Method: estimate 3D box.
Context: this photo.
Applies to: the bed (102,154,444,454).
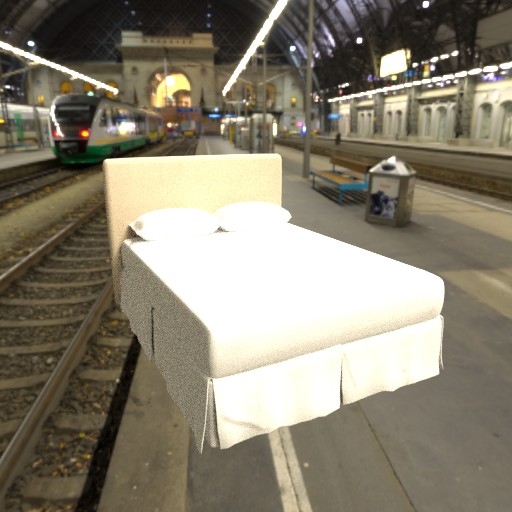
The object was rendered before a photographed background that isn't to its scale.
[{"bbox_3d":[0.000,0.000,3.244,1.723,1.330,2.142,-8,18,-27],"label":"bed"}]
